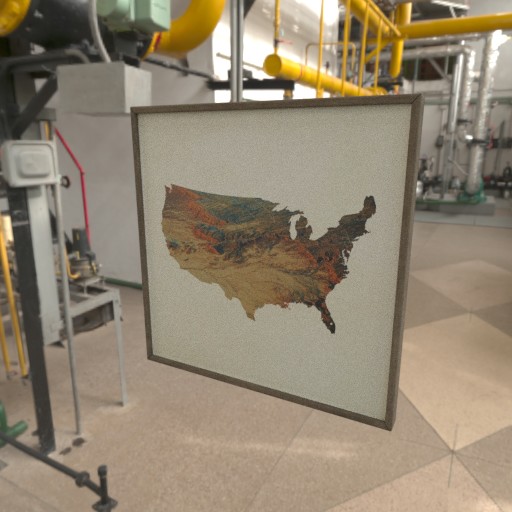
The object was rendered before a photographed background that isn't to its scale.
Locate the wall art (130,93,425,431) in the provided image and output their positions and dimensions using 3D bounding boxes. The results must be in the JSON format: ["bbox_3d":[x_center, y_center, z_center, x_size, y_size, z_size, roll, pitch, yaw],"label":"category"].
[{"bbox_3d":[0.000,0.000,1.140,0.749,0.751,0.050,8,17,27],"label":"wall art"}]
